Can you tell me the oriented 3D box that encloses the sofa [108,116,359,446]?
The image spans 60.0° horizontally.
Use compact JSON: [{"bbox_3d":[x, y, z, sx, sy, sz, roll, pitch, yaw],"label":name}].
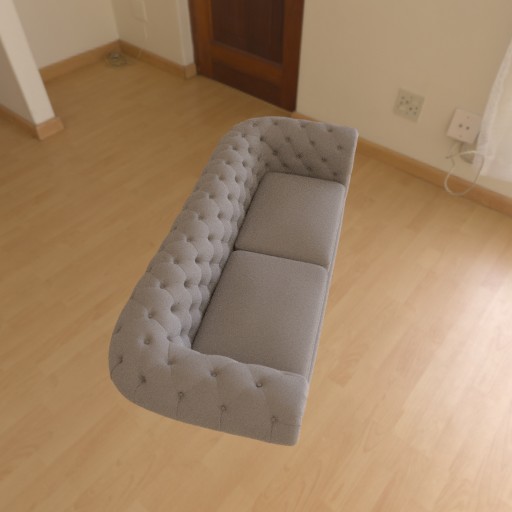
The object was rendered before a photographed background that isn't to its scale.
[{"bbox_3d":[0.000,0.000,2.847,0.991,0.749,2.411,11,48,10],"label":"sofa"}]
